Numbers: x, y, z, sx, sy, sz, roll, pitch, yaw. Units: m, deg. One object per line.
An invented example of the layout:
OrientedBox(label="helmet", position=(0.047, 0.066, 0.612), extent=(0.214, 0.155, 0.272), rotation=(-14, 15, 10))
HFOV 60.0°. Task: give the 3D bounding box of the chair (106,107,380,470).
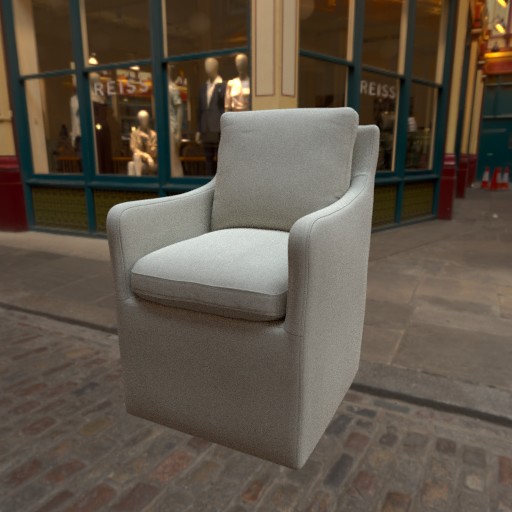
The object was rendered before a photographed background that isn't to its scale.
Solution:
OrientedBox(label="chair", position=(0.000, 0.000, 1.400), extent=(0.626, 0.914, 0.694), rotation=(7, 15, 26))
